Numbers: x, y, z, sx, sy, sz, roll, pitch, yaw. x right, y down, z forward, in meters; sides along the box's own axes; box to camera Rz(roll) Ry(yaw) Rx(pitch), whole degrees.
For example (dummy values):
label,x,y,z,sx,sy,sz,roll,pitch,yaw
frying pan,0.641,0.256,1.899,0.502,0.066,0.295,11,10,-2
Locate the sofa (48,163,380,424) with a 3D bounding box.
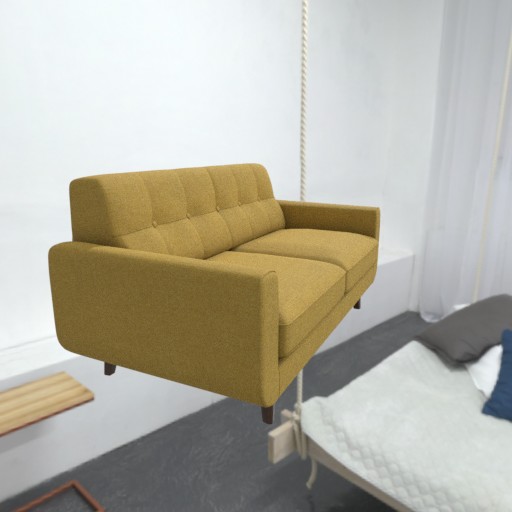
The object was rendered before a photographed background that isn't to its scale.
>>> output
label,x,y,z,sx,sy,sz,roll,pitch,yaw
sofa,0.000,0.000,2.155,0.909,0.841,1.631,7,16,26
